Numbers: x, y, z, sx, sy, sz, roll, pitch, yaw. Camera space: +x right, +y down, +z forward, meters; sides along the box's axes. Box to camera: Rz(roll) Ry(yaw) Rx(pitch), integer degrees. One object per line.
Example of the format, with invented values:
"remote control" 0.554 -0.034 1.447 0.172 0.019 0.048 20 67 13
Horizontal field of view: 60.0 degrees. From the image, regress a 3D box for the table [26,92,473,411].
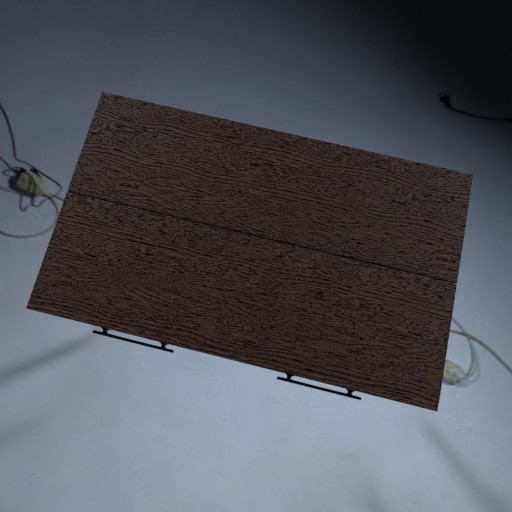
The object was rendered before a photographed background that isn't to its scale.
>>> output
"table" 0.000 0.000 1.461 1.167 0.361 0.719 13 78 3
